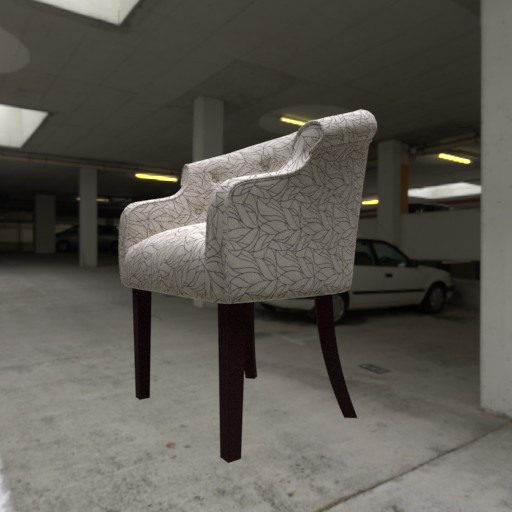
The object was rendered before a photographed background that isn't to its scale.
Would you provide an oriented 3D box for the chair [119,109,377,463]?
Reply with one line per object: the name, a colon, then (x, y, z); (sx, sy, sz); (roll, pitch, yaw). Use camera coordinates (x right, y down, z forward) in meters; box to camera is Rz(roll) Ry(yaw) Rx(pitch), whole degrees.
chair: (0.000, 0.000, 1.284); (0.613, 0.858, 0.686); (0, 1, -36)
